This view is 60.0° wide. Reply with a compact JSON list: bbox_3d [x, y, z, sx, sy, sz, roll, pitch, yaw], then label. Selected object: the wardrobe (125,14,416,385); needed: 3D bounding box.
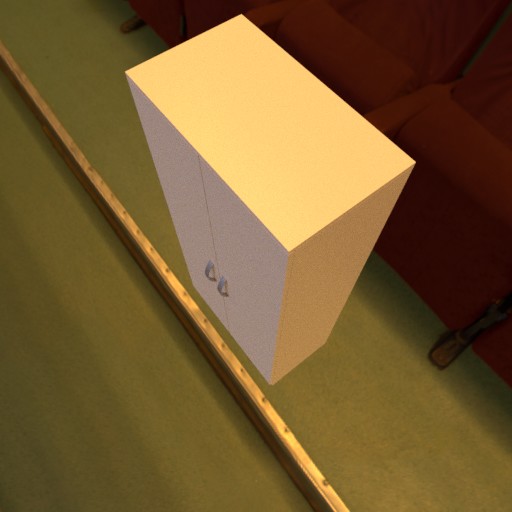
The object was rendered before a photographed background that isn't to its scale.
[{"bbox_3d":[0.000,0.000,1.987,0.470,1.700,0.760,-35,68,-16],"label":"wardrobe"}]
